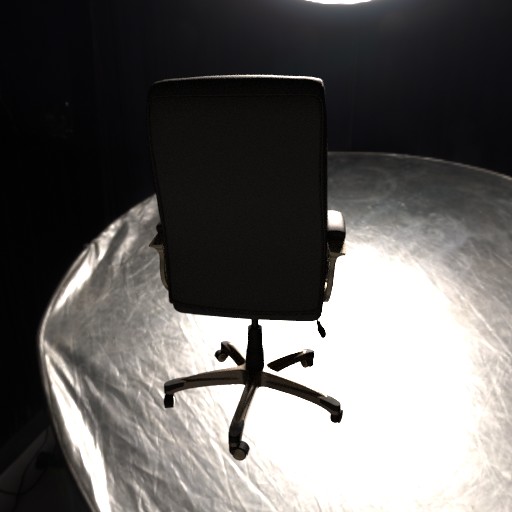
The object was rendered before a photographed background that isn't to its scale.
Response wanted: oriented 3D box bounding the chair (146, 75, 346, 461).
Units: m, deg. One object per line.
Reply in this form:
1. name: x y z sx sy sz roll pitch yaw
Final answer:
1. chair: 0.000 0.000 1.641 0.694 1.188 0.748 3 16 9
